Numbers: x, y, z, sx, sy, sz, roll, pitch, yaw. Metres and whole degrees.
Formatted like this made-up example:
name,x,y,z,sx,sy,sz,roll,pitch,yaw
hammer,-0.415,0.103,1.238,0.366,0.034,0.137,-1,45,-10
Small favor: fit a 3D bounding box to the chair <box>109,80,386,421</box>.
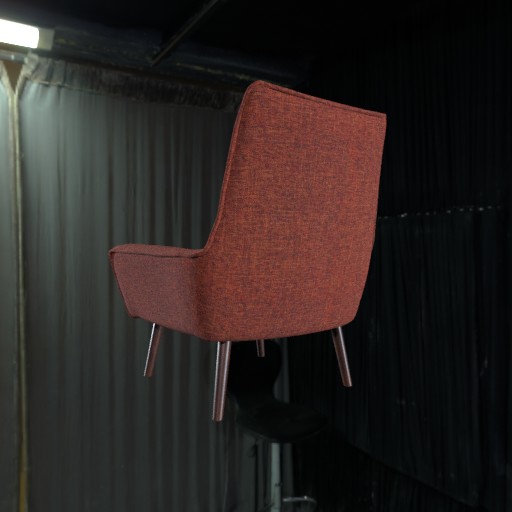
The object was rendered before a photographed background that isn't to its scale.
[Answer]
name,x,y,z,sx,sy,sz,roll,pitch,yaw
chair,0.000,0.000,1.546,0.803,0.911,0.784,-1,1,-35
